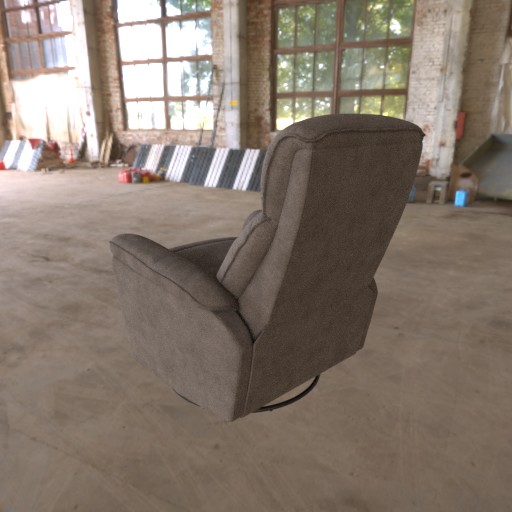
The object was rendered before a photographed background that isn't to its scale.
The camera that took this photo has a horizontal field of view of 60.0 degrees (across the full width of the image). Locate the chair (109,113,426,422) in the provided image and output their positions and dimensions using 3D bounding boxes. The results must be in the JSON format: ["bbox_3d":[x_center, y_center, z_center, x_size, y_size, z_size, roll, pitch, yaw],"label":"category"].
[{"bbox_3d":[0.000,0.000,1.704,0.830,1.036,1.009,-15,23,-40],"label":"chair"}]
